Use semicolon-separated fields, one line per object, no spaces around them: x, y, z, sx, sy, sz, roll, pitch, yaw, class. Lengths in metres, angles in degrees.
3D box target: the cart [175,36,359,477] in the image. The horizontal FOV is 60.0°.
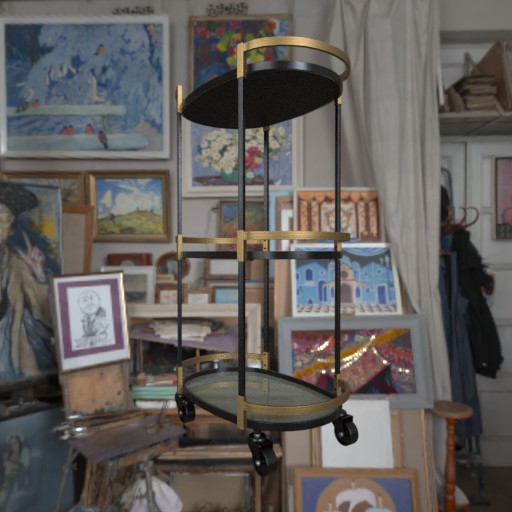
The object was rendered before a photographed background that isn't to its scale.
0.000;0.000;1.127;0.311;0.885;0.515;0;1;-36;cart
